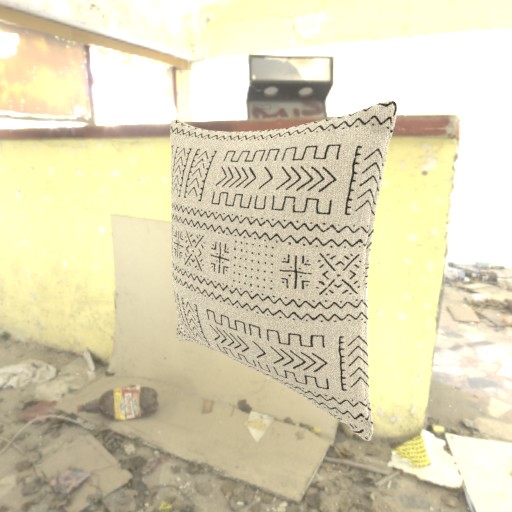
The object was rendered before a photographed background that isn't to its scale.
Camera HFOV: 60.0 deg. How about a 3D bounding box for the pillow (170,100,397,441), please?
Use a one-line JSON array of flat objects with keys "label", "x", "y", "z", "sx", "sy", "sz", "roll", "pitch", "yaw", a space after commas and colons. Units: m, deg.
[{"label": "pillow", "x": 0.000, "y": 0.000, "z": 0.687, "sx": 0.164, "sy": 0.430, "sz": 0.438, "roll": -14, "pitch": 19, "yaw": -43}]
